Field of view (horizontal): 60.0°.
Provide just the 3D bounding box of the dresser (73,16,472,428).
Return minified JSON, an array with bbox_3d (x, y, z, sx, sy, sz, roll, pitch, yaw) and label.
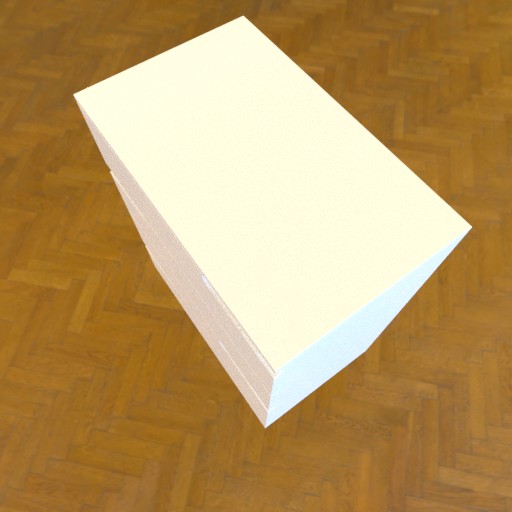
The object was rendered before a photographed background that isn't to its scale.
[{"bbox_3d":[0.000,0.000,1.144,0.400,0.800,0.650,-33,68,-15],"label":"dresser"}]
